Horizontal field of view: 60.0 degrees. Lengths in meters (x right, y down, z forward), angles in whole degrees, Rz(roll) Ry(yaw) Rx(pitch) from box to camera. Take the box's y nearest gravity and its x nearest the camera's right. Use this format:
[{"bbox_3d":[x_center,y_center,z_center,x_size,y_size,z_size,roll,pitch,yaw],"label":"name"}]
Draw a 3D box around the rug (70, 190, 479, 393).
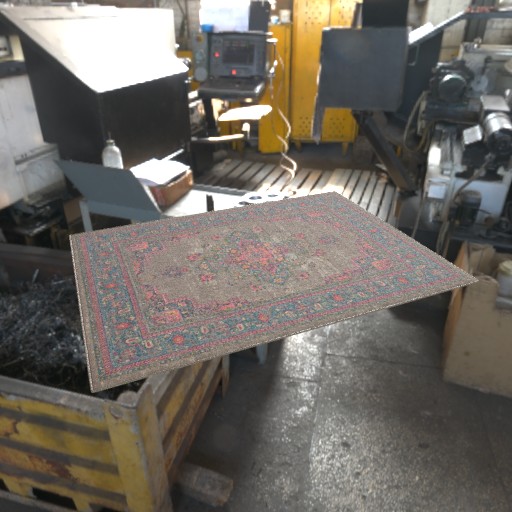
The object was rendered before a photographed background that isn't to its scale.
[{"bbox_3d":[0.000,0.000,2.903,2.214,0.013,1.609,-12,32,-20],"label":"rug"}]
